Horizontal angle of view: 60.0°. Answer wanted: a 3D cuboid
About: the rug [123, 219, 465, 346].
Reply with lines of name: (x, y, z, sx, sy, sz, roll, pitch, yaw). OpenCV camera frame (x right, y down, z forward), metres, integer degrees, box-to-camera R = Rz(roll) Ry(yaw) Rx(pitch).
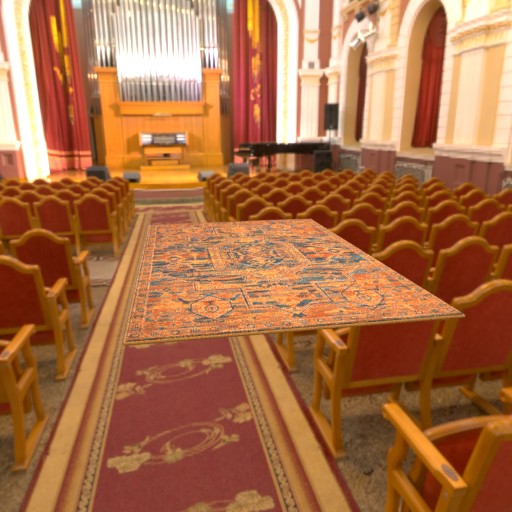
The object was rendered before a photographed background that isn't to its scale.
rug: (0.000, 0.000, 1.103, 0.557, 0.008, 0.863, -3, 16, -10)
